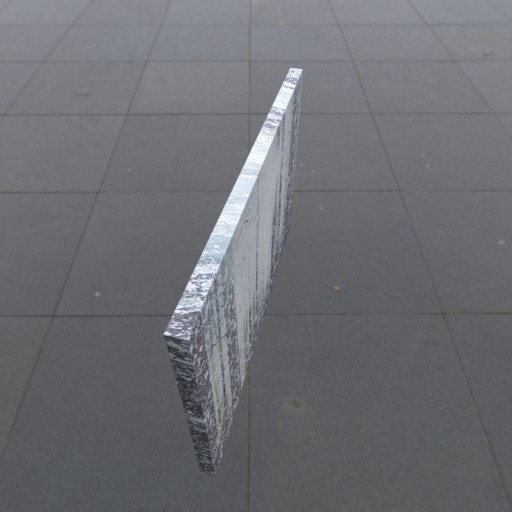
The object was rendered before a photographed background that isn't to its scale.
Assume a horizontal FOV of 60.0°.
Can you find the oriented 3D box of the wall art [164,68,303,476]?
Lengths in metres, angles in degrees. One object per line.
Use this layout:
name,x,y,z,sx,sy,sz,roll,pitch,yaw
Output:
wall art,0.000,0.000,1.162,0.038,0.598,0.919,11,47,10
